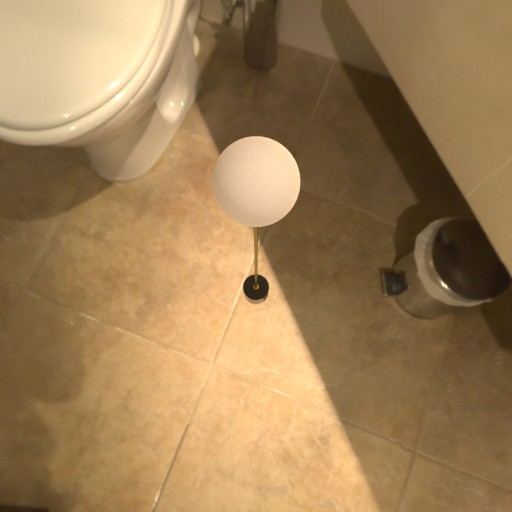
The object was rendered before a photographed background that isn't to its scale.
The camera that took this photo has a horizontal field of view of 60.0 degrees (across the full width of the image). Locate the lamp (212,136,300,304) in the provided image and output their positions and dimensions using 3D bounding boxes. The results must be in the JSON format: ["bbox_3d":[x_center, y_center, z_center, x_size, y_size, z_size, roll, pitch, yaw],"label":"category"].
[{"bbox_3d":[0.000,0.000,1.878,0.229,1.748,0.229,-15,76,-4],"label":"lamp"}]
